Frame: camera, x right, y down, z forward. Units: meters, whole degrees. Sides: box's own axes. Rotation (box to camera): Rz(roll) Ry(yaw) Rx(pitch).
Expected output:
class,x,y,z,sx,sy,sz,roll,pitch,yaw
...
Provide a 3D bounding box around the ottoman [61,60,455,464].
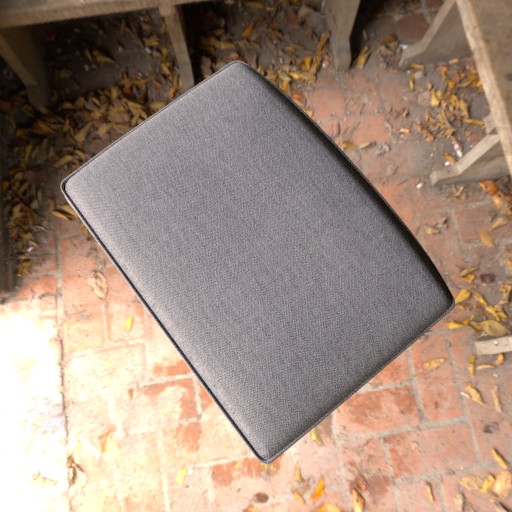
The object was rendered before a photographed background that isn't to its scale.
class,x,y,z,sx,sy,sz,roll,pitch,yaw
ottoman,0.000,0.000,1.108,0.555,0.458,0.750,-37,80,-8
